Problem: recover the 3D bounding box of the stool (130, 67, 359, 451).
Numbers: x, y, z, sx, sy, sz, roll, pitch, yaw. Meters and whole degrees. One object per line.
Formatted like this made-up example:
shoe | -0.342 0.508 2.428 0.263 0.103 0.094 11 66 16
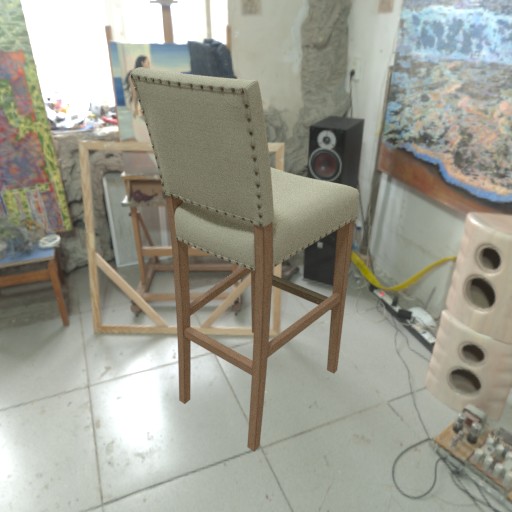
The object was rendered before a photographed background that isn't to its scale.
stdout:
stool | 0.000 0.000 1.430 0.428 1.143 0.546 21 36 32
